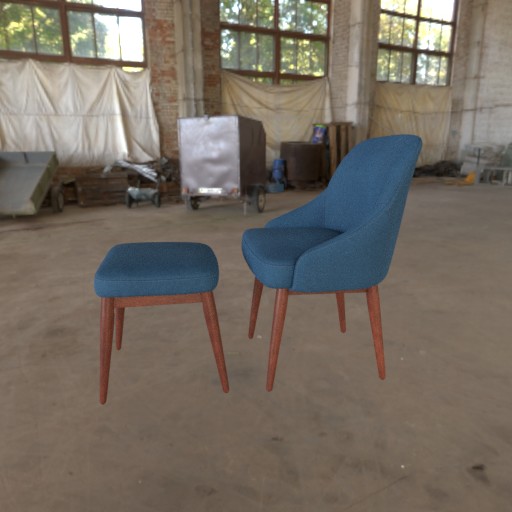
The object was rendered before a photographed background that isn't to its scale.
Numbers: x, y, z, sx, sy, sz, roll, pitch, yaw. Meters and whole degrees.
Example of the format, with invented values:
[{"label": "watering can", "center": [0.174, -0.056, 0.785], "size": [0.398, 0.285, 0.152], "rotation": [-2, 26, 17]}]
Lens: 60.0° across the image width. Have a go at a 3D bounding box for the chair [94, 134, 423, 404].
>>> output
[{"label": "chair", "center": [0.000, 0.000, 1.635], "size": [1.114, 0.866, 0.584], "rotation": [-2, 15, -9]}]
